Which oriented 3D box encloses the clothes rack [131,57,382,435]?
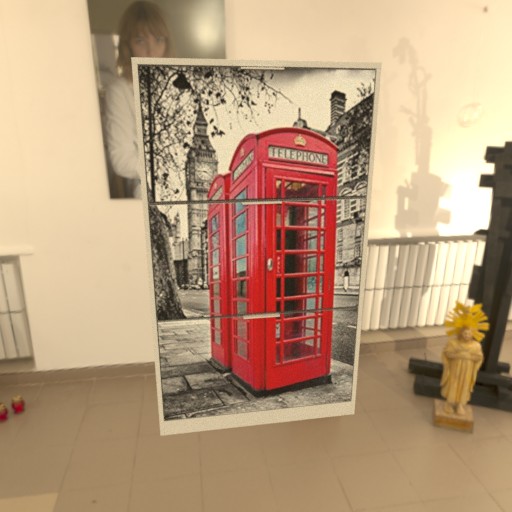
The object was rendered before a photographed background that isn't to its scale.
[{"bbox_3d":[0.000,0.000,1.603,0.750,1.280,0.250,-3,18,-9],"label":"clothes rack"}]
